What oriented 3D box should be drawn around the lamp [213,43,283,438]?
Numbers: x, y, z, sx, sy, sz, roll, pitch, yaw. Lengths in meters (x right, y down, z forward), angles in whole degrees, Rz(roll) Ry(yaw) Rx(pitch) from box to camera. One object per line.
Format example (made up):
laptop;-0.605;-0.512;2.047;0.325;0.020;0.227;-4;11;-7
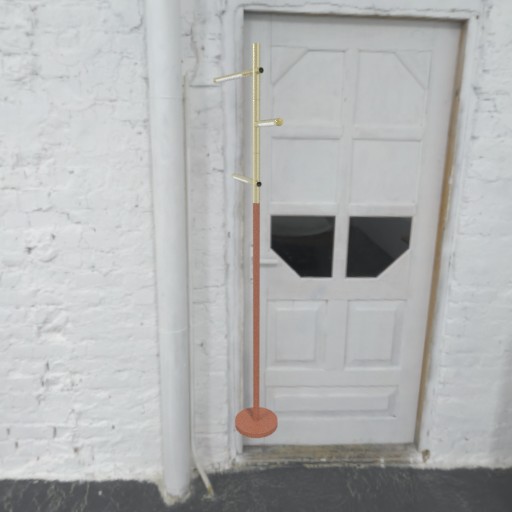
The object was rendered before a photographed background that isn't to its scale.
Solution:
lamp;0.000;0.000;1.943;0.209;1.704;0.737;-7;17;-24
